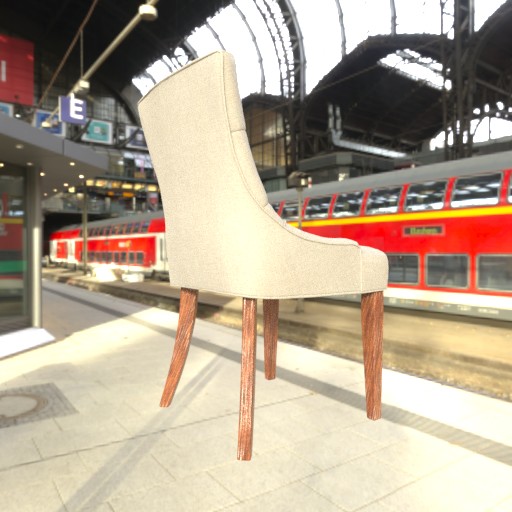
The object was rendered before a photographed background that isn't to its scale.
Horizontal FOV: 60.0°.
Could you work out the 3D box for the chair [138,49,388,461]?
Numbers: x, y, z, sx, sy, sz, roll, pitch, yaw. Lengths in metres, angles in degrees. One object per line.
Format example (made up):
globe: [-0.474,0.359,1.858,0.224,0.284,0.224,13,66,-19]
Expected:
chair: [0.000,0.000,1.229,0.565,0.874,0.509,-1,1,-37]
